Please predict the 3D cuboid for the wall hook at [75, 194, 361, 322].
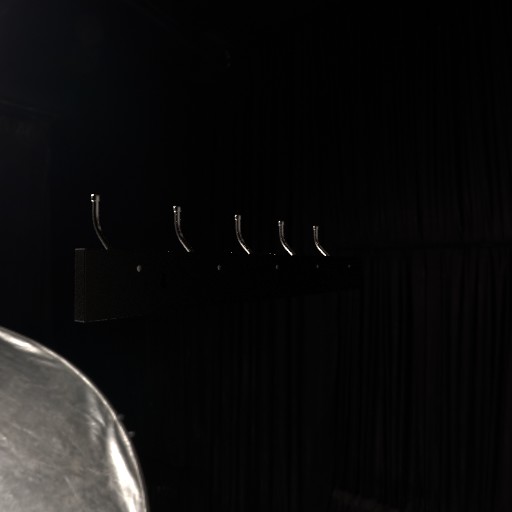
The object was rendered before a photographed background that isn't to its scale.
[{"bbox_3d":[0.000,0.000,0.611,0.071,0.117,0.571,-1,-1,36],"label":"wall hook"}]
